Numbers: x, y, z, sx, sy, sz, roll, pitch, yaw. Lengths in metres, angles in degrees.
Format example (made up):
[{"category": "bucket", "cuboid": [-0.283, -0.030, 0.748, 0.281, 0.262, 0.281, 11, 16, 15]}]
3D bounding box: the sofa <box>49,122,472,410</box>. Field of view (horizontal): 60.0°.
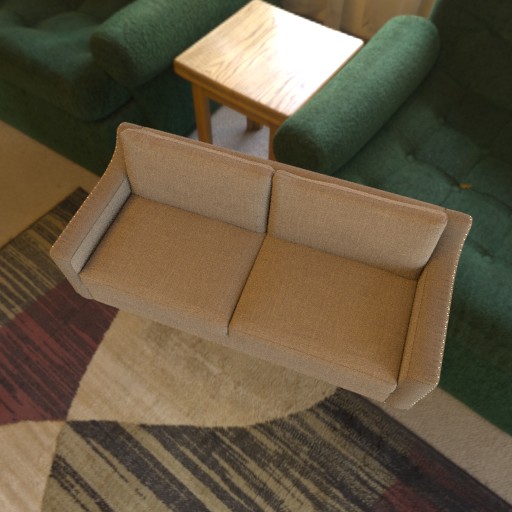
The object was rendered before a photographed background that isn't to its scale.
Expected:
[{"category": "sofa", "cuboid": [0.000, 0.000, 2.652, 2.208, 0.857, 1.000, 17, 60, 10]}]
